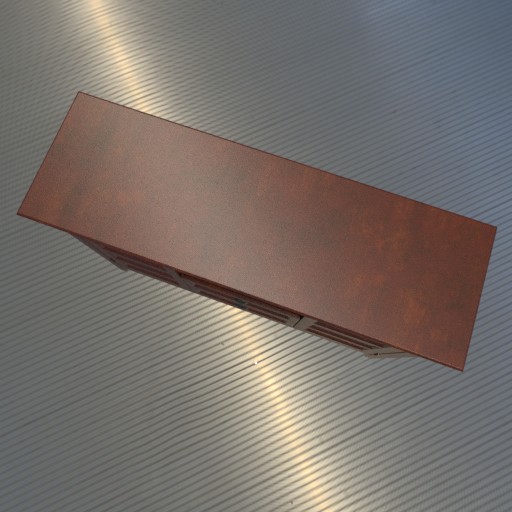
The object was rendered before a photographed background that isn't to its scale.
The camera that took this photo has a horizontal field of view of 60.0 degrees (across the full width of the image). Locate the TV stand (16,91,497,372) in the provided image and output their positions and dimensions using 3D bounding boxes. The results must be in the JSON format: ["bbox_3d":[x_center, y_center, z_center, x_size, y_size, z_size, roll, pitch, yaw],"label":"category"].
[{"bbox_3d":[0.000,0.000,1.766,1.372,0.915,0.445,19,77,4],"label":"TV stand"}]
